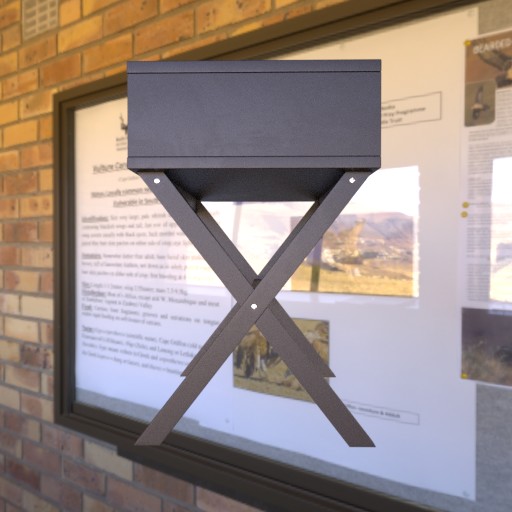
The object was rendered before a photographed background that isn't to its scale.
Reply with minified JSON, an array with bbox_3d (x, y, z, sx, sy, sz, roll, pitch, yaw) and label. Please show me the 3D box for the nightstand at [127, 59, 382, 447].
[{"bbox_3d":[0.000,0.000,0.940,0.402,0.623,0.479,0,1,1],"label":"nightstand"}]
